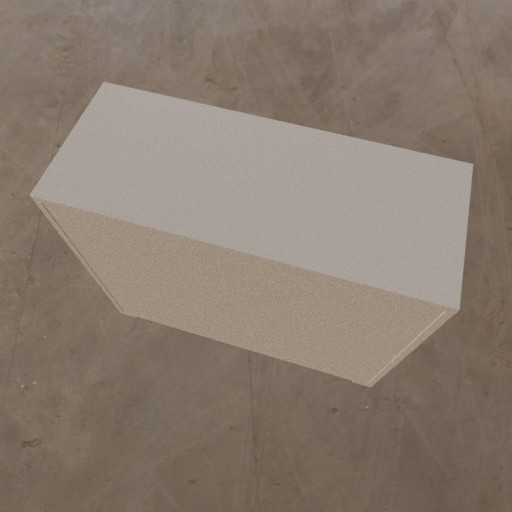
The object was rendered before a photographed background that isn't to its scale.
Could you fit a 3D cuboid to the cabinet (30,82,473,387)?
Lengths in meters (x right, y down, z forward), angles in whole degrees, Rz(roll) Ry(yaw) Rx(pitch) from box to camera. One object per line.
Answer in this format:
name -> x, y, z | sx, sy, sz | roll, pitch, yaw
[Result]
cabinet -> 0.000, 0.000, 1.425 | 1.000, 0.800, 0.400 | 15, 63, 8
